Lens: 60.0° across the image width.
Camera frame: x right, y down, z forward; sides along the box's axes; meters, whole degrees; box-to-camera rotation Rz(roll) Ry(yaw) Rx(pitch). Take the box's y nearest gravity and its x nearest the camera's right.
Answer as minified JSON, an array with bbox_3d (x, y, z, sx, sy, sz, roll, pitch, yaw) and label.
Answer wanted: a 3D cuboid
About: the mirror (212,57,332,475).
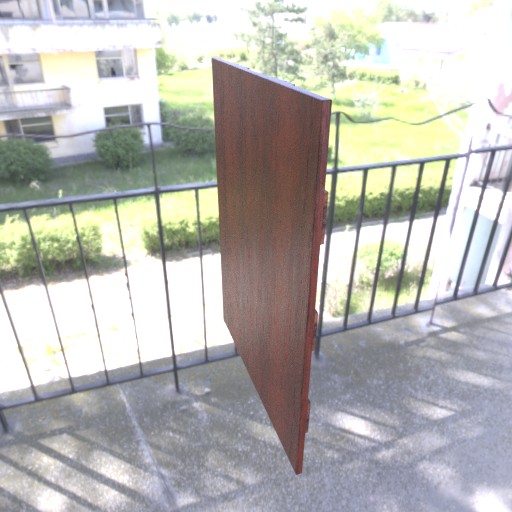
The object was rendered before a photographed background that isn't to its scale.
[{"bbox_3d":[0.000,0.000,1.045,0.021,0.805,0.600,-10,31,-17],"label":"mirror"}]
